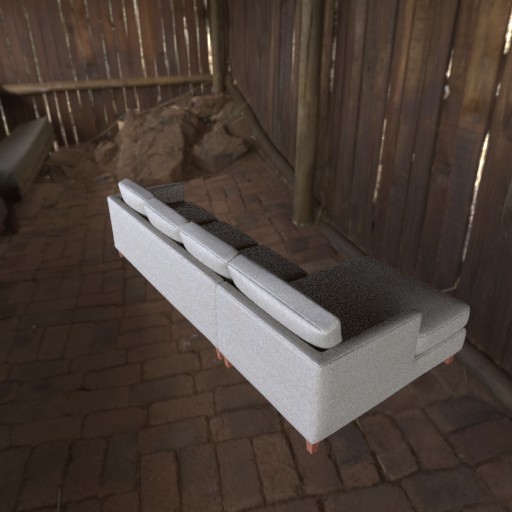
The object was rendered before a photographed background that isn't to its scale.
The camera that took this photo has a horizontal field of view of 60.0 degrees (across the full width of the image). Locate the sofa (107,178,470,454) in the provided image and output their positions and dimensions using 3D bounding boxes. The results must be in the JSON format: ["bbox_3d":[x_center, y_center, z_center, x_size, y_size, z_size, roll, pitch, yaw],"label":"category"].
[{"bbox_3d":[0.000,0.000,3.836,1.502,0.876,3.201,-18,32,-31],"label":"sofa"}]
